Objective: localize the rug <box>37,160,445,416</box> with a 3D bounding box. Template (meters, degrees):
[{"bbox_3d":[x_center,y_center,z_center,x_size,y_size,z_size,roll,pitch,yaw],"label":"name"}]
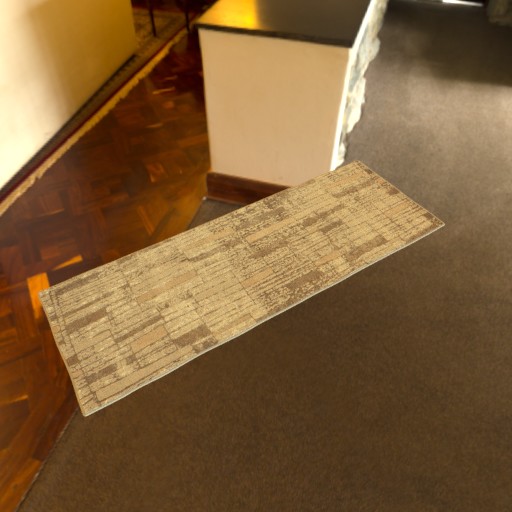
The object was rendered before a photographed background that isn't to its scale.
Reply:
[{"bbox_3d":[0.000,0.000,2.685,2.383,0.018,0.857,-25,52,-22],"label":"rug"}]
